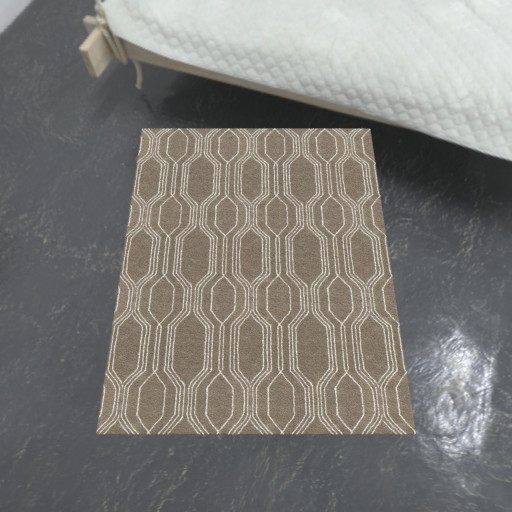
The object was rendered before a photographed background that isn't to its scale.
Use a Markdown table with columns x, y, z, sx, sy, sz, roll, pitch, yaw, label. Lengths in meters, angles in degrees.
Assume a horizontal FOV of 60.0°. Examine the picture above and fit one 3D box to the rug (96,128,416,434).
| x | y | z | sx | sy | sz | roll | pitch | yaw | label |
| --- | --- | --- | --- | --- | --- | --- | --- | --- | --- |
| 0.000 | 0.000 | 4.088 | 2.457 | 0.012 | 3.062 | 0 | 64 | 0 | rug |
